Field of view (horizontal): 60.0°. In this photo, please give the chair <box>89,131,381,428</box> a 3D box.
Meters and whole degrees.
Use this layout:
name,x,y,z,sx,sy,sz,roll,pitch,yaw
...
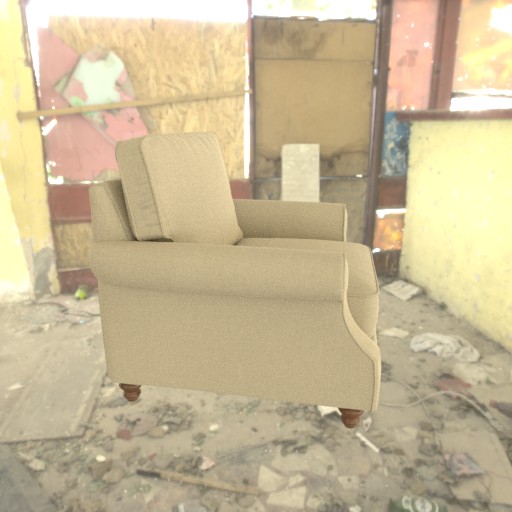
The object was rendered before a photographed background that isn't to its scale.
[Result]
name,x,y,z,sx,sy,sz,roll,pitch,yaw
chair,0.000,0.000,1.800,0.966,0.967,1.029,3,17,10
